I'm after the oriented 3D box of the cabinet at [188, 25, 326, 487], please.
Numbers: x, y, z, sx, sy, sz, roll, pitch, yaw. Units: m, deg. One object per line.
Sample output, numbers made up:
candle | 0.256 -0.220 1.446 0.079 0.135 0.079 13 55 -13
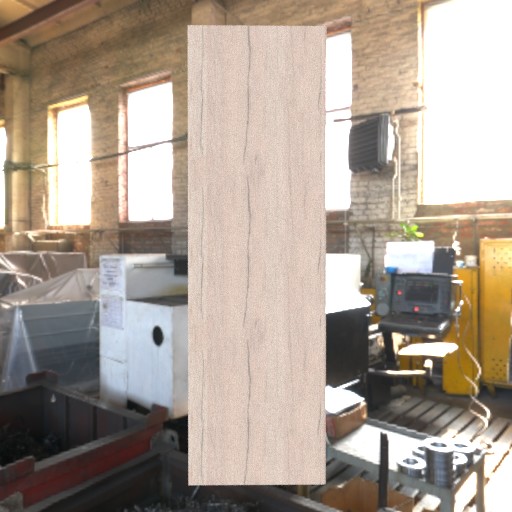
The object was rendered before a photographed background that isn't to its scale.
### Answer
cabinet | 0.000 0.000 2.346 0.580 1.930 0.980 0 1 -1
